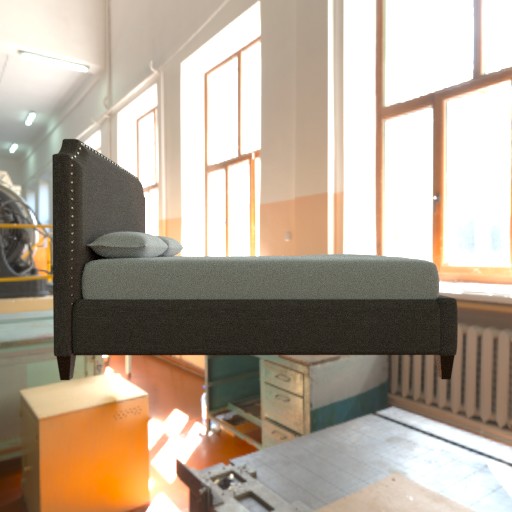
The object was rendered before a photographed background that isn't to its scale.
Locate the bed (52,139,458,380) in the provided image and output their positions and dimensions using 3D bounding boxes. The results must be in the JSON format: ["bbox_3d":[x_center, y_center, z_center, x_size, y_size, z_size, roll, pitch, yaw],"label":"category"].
[{"bbox_3d":[0.000,0.000,3.437,2.381,1.457,1.713,0,1,0],"label":"bed"}]
